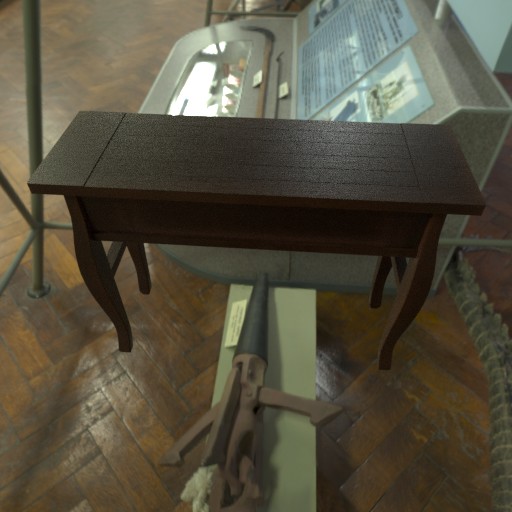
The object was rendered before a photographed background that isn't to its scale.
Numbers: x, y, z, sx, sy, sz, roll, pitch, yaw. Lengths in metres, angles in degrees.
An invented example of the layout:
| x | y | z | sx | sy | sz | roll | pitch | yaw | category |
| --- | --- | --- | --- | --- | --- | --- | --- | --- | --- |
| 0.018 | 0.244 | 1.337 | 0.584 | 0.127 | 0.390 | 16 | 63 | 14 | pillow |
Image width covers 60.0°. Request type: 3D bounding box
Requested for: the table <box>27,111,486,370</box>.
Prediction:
| x | y | z | sx | sy | sz | roll | pitch | yaw | category |
| --- | --- | --- | --- | --- | --- | --- | --- | --- | --- |
| 0.000 | 0.000 | 1.418 | 1.062 | 0.768 | 0.373 | 3 | 46 | 3 | table |
